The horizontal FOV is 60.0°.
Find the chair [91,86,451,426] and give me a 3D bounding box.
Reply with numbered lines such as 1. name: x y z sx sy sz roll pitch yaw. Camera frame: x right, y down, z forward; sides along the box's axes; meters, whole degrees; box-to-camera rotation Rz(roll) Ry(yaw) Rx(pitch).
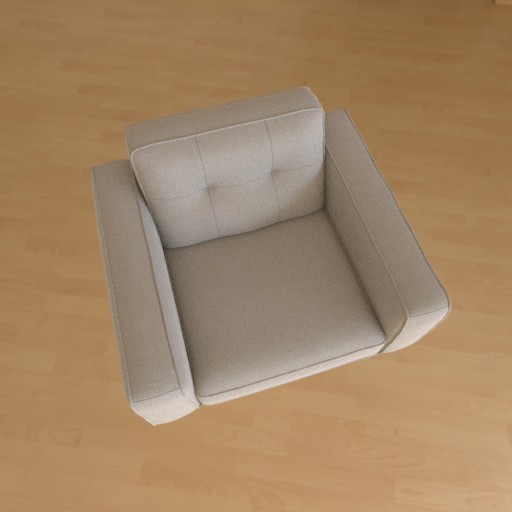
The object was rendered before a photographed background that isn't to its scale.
1. chair: 0.000 0.000 1.738 1.115 0.779 0.953 -15 63 -8
